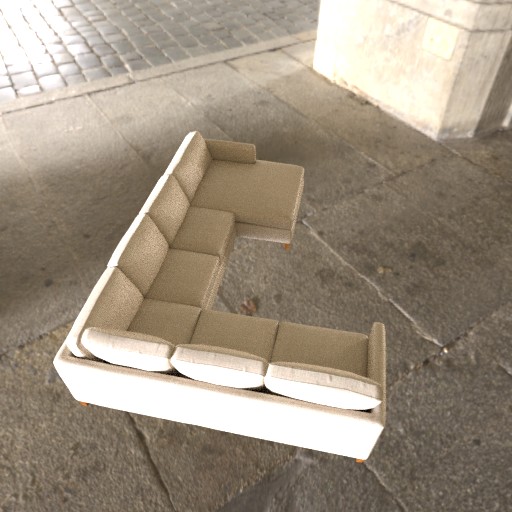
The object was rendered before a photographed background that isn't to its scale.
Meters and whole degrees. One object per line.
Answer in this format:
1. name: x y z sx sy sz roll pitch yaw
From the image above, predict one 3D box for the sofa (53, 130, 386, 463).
1. sofa: 0.000 0.000 4.630 2.594 0.961 3.460 8 46 8
